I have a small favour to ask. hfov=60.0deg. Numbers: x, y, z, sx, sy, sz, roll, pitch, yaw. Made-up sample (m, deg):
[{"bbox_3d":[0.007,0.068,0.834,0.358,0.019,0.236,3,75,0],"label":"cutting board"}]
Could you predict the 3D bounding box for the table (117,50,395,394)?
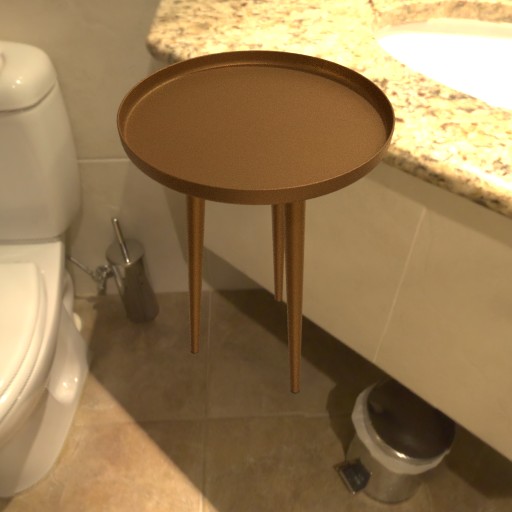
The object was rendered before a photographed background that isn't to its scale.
[{"bbox_3d":[0.000,0.000,0.659,0.299,0.480,0.299,-31,54,-26],"label":"table"}]
